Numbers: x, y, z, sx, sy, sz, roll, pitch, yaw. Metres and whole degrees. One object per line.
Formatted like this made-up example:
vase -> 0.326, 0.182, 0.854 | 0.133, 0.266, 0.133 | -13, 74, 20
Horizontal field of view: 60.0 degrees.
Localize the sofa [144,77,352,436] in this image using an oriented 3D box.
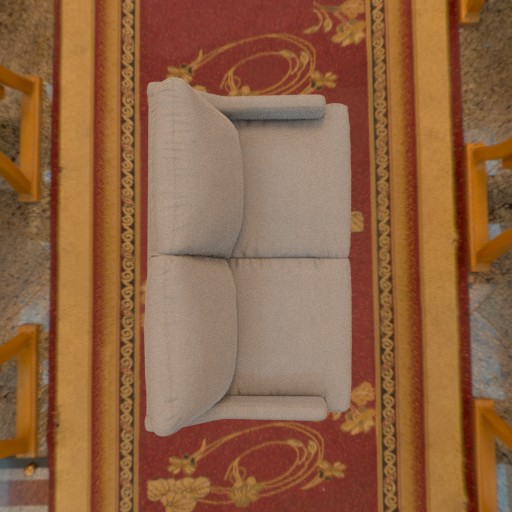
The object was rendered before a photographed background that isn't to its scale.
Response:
sofa -> 0.000, 0.000, 2.206 | 0.987, 0.921, 1.589 | 0, 88, 0
